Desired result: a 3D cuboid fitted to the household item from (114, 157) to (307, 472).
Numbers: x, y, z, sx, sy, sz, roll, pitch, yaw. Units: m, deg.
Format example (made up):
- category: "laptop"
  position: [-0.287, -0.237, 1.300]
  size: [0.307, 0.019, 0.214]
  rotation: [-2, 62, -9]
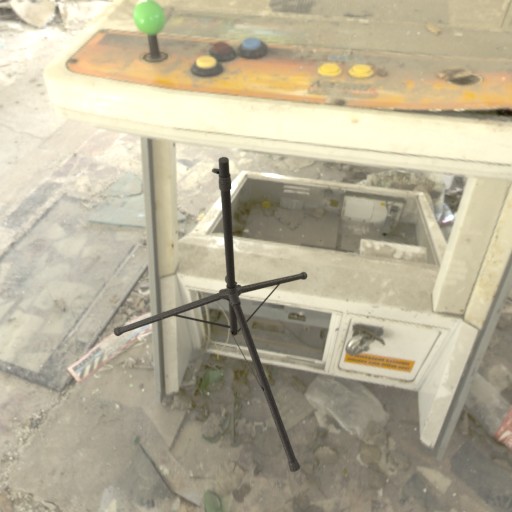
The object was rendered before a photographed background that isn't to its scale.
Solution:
- category: "household item"
  position: [0.000, 0.000, 2.674]
  size: [1.596, 1.595, 1.339]
  rotation: [30, 53, 26]
